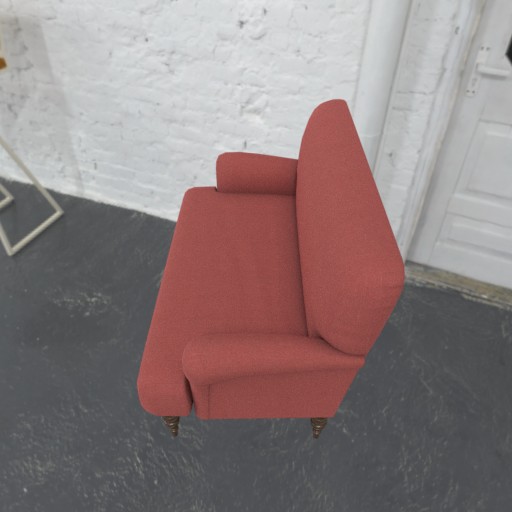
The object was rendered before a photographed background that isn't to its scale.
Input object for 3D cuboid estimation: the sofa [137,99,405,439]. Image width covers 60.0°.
[{"bbox_3d":[0.000,0.000,1.818,0.779,0.889,1.297,1,41,1],"label":"sofa"}]
